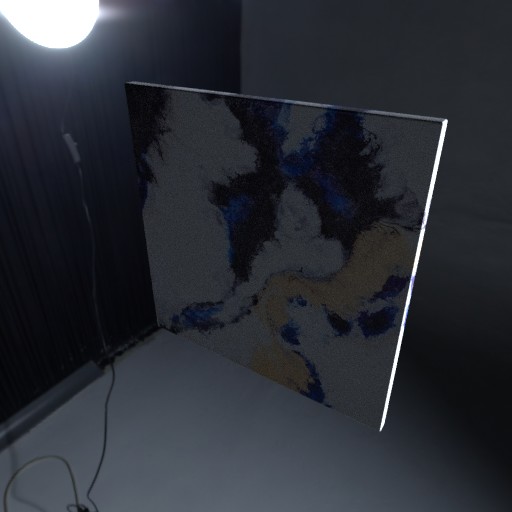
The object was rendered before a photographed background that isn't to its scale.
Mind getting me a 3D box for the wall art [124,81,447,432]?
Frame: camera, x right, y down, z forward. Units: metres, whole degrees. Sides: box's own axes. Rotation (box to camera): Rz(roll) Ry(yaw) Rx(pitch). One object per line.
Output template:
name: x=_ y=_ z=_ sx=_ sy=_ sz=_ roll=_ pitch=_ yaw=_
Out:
wall art: x=0.000 y=0.000 z=1.295 sx=0.887 sy=0.885 sz=0.038 roll=18 pitch=34 yaw=29
